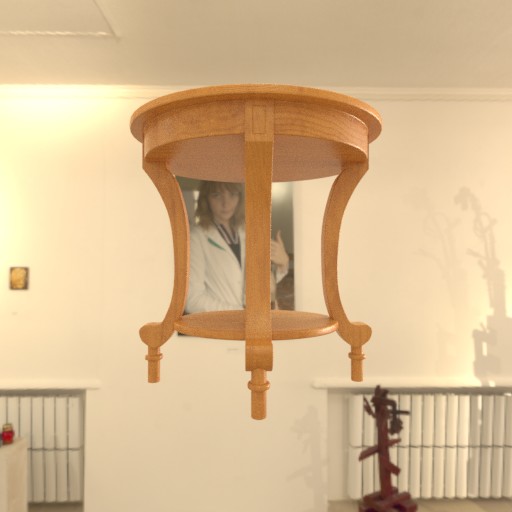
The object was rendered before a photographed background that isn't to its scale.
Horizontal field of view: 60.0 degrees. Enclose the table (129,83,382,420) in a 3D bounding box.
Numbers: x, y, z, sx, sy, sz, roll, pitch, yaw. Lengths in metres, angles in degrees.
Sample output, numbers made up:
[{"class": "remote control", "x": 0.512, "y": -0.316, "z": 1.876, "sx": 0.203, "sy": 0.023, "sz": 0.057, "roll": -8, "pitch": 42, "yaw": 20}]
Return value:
[{"class": "table", "x": 0.000, "y": 0.000, "z": 1.086, "sx": 0.597, "sy": 0.612, "sz": 0.597, "roll": 0, "pitch": 0, "yaw": 0}]
